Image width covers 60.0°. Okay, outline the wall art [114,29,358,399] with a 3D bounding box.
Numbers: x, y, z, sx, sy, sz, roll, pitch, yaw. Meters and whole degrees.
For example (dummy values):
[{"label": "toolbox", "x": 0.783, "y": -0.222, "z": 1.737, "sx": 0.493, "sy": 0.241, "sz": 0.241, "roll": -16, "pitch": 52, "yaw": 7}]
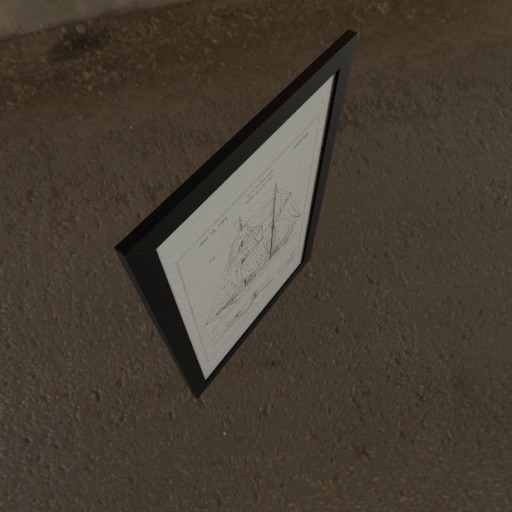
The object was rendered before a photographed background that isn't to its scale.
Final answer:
[{"label": "wall art", "x": 0.000, "y": 0.000, "z": 0.581, "sx": 0.011, "sy": 0.459, "sz": 0.326, "roll": 33, "pitch": 65, "yaw": 18}]
